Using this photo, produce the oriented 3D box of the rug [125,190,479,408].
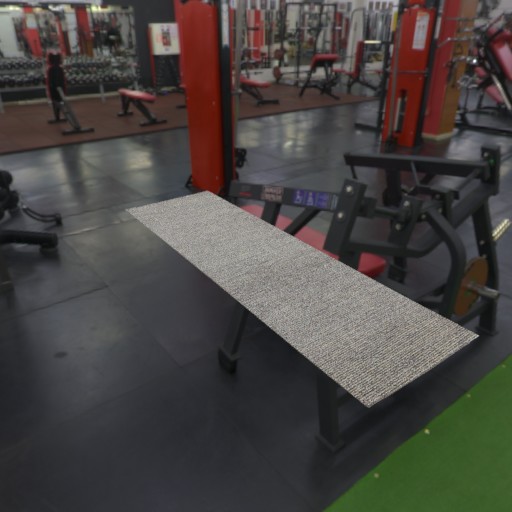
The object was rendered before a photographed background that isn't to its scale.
[{"bbox_3d":[0.000,0.000,2.561,0.697,0.013,2.335,-18,32,-31],"label":"rug"}]
